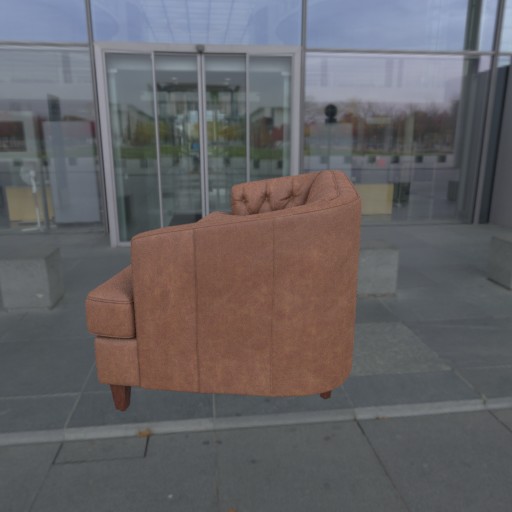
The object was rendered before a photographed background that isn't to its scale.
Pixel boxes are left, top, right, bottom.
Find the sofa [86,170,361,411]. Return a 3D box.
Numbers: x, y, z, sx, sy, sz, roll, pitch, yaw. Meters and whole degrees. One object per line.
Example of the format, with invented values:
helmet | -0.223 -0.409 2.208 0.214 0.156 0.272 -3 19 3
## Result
sofa | 0.000 0.000 2.250 0.914 0.786 1.755 2 15 8
